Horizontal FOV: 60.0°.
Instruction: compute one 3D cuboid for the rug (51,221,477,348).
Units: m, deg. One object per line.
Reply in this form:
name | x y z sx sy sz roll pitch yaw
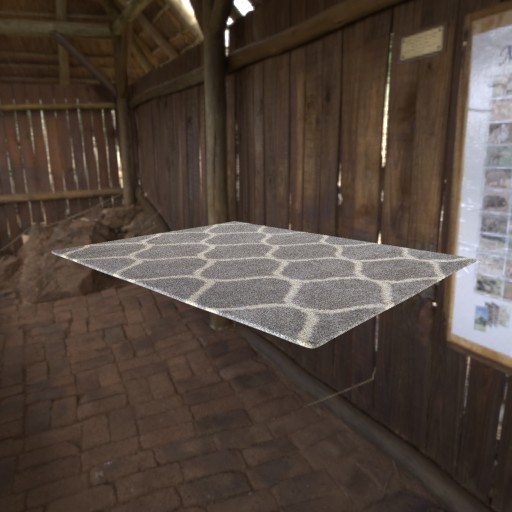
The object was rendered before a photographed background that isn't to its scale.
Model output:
rug | 0.000 0.000 3.963 3.000 0.026 2.399 12 18 42
